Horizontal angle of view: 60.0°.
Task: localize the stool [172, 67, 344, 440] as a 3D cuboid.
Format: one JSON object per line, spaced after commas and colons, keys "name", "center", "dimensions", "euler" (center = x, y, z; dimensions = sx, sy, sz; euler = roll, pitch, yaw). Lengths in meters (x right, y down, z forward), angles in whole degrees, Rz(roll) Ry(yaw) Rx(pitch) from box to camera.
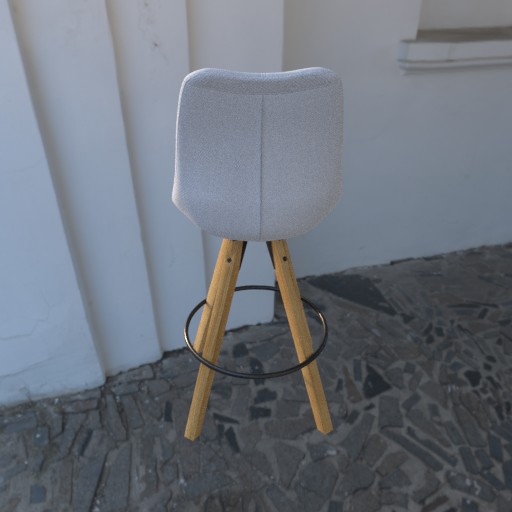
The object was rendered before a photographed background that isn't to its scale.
{"name": "stool", "center": [0.000, 0.000, 1.325], "dimensions": [0.484, 1.115, 0.550], "euler": [-2, 31, -3]}
